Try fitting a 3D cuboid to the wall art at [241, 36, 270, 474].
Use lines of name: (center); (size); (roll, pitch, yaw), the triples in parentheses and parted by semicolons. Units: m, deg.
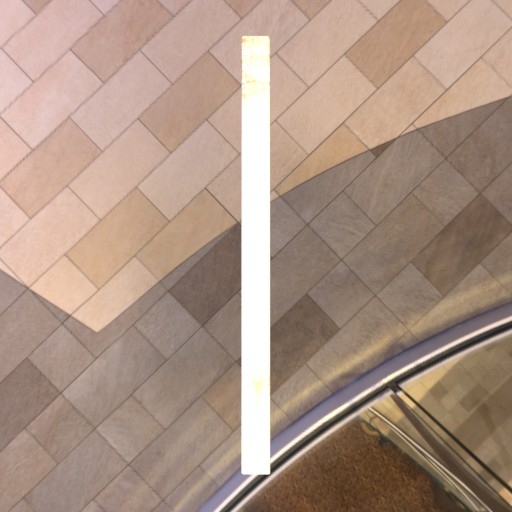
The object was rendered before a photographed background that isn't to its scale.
wall art: (0.000, 0.000, 0.923); (0.040, 0.613, 0.611); (0, 90, 0)
